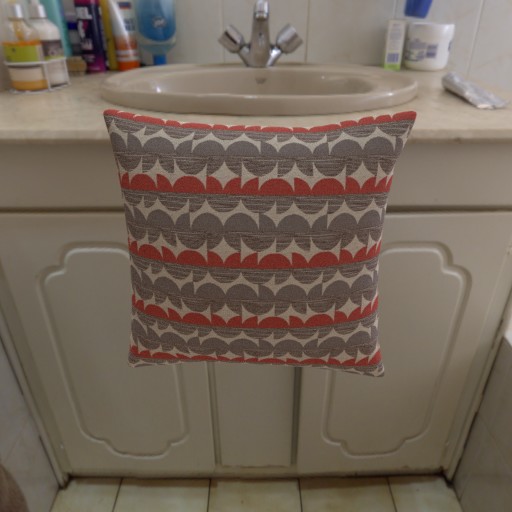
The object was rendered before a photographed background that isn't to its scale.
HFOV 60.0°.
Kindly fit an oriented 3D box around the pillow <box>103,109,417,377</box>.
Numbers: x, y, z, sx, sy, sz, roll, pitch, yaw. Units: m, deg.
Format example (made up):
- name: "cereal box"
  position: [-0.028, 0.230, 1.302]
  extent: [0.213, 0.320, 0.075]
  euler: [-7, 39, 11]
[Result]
- name: "pillow"
  position: [0.000, 0.000, 0.656]
  extent: [0.420, 0.410, 0.180]
  euler: [1, 30, 2]
